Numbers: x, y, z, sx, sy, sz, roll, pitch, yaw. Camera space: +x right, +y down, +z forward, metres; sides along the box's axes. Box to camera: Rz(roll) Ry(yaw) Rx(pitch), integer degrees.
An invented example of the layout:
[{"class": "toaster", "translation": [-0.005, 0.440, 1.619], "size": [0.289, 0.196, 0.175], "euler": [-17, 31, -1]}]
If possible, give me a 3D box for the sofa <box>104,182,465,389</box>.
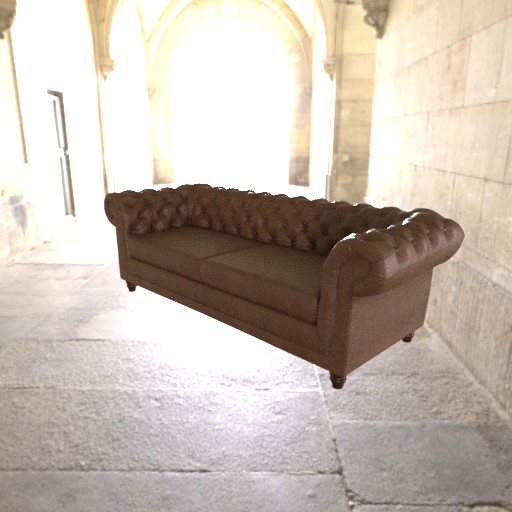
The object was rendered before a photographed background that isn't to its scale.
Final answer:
[{"class": "sofa", "translation": [0.000, 0.000, 2.942], "size": [0.944, 0.783, 2.385], "euler": [-15, 21, -43]}]
